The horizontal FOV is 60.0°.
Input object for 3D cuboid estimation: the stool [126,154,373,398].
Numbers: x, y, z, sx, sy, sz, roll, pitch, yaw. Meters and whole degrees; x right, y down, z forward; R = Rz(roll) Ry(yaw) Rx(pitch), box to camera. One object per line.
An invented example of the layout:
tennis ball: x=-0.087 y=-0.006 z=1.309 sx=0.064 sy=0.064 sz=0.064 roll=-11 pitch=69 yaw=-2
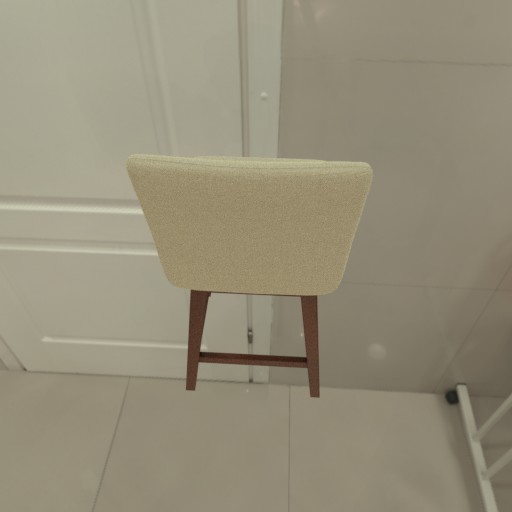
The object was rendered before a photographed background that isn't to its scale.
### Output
stool: x=0.000 y=0.000 z=1.314 sx=0.469 sy=0.991 sz=0.559 roll=2 pitch=46 yaw=2
